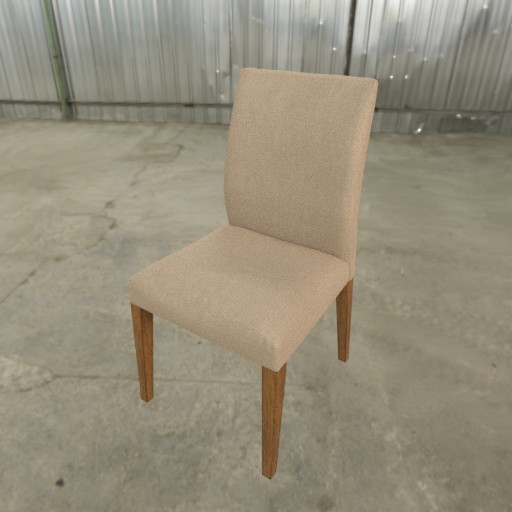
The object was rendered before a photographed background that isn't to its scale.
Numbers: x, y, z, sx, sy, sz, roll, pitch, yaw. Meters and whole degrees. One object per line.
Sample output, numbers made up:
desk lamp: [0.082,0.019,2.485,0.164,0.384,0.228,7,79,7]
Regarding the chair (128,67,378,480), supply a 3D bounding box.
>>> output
chair: [0.000,0.000,1.283,0.496,0.940,0.585,19,34,29]
